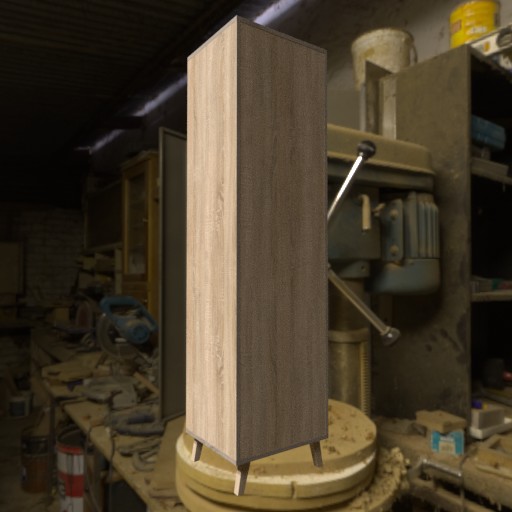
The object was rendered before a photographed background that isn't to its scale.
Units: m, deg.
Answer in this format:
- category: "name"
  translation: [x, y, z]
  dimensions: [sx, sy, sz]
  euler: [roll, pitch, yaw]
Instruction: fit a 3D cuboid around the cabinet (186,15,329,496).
- category: "cabinet"
  translation: [0.000, 0.000, 2.124]
  dimensions: [0.510, 1.960, 0.450]
  euler: [1, -2, -35]
